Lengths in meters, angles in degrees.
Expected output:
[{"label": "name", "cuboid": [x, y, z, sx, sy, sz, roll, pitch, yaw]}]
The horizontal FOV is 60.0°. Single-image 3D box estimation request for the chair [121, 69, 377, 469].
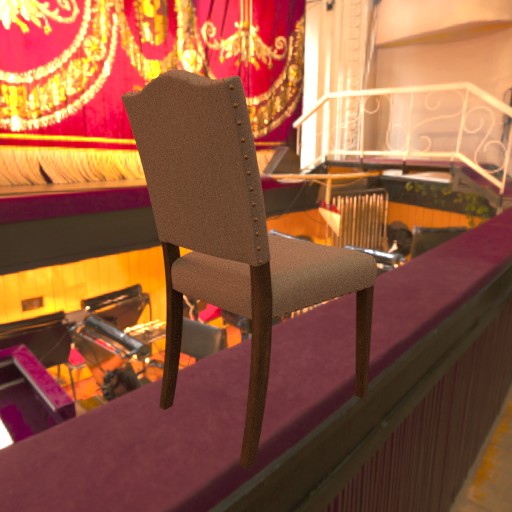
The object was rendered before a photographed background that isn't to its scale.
[{"label": "chair", "cuboid": [0.000, 0.000, 1.374, 0.508, 1.020, 0.620, 14, 20, 43]}]
